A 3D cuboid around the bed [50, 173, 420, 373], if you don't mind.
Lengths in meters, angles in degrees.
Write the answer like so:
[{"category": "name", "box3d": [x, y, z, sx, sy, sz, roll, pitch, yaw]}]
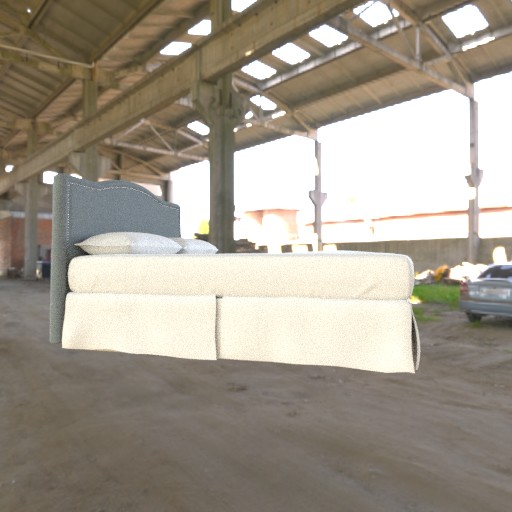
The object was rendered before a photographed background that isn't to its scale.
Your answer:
[{"category": "bed", "box3d": [0.000, 0.000, 4.004, 2.689, 1.457, 2.161, 0, -1, 16]}]
